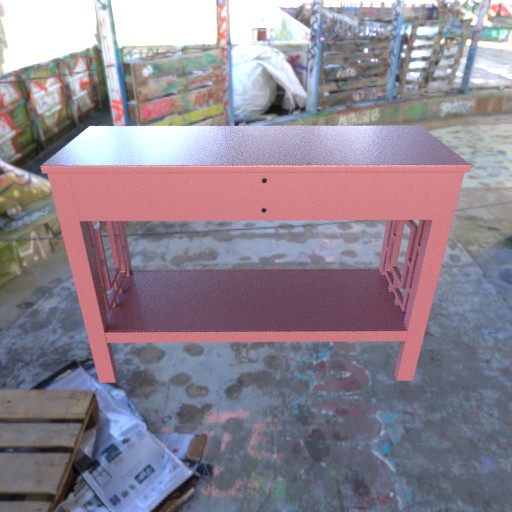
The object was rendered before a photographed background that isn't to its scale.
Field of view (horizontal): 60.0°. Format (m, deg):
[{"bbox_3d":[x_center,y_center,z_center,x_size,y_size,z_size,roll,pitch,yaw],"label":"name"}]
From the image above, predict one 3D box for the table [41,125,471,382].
[{"bbox_3d":[0.000,0.000,1.458,1.068,0.753,0.397,0,30,0],"label":"table"}]
